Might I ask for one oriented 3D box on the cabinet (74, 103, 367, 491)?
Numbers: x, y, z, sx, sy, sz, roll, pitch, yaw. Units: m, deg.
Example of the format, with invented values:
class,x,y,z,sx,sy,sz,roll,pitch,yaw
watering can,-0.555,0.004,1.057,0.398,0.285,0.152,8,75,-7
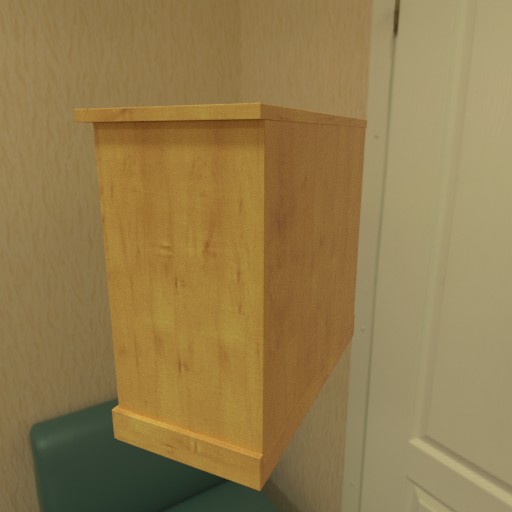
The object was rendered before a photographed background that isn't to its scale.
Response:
class,x,y,z,sx,sy,sz,roll,pitch,yaw
cabinet,0.000,0.000,1.391,0.450,0.840,0.920,7,17,24
